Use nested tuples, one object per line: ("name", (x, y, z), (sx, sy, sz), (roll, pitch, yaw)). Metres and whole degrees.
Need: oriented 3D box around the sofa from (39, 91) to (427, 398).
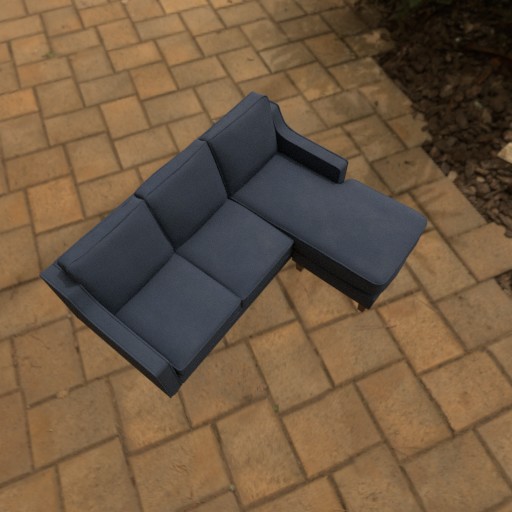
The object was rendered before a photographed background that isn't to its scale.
("sofa", (0.000, 0.000, 3.396), (1.858, 1.066, 2.317), (34, 65, 18))
